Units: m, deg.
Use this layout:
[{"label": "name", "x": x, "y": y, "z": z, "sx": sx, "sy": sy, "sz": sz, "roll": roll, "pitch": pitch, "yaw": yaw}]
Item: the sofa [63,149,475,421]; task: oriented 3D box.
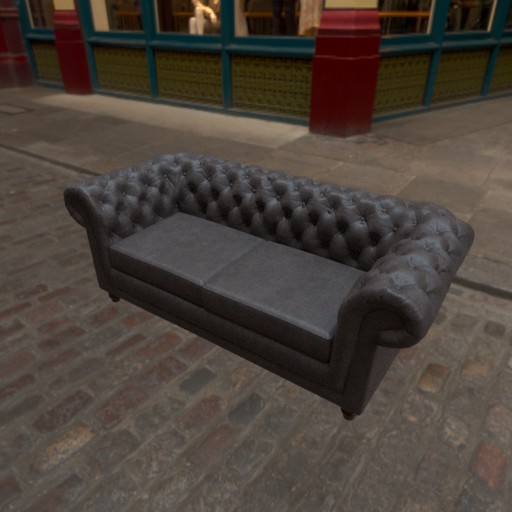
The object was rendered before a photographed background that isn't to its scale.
[{"label": "sofa", "x": 0.000, "y": 0.000, "z": 2.473, "sx": 2.048, "sy": 0.779, "sz": 0.944, "roll": 19, "pitch": 35, "yaw": 30}]
